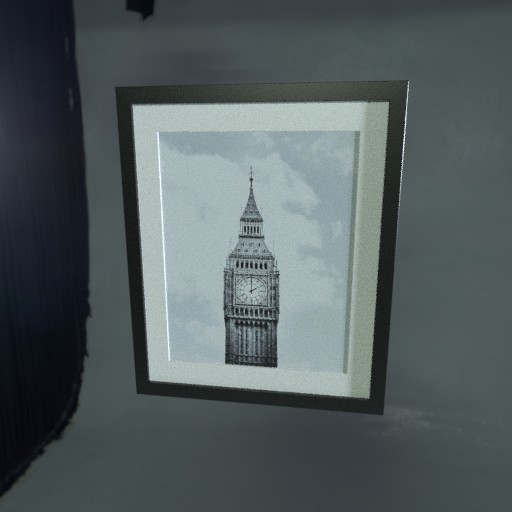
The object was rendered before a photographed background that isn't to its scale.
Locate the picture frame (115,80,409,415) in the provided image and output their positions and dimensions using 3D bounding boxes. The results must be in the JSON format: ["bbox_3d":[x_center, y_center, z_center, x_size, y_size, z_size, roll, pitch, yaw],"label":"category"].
[{"bbox_3d":[0.000,0.000,0.766,0.460,0.556,0.028,2,14,9],"label":"picture frame"}]
